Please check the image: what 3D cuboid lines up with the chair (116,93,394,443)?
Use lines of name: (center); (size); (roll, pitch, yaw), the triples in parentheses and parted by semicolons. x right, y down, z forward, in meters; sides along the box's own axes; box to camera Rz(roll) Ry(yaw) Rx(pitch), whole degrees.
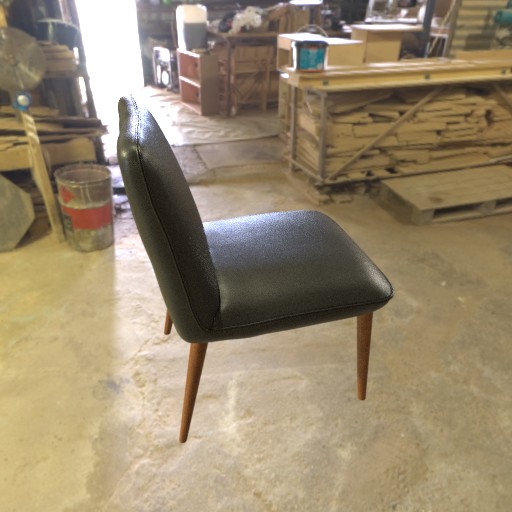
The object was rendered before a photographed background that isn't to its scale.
chair: (0.000, 0.000, 1.208); (0.645, 0.801, 0.543); (-11, 33, -17)
